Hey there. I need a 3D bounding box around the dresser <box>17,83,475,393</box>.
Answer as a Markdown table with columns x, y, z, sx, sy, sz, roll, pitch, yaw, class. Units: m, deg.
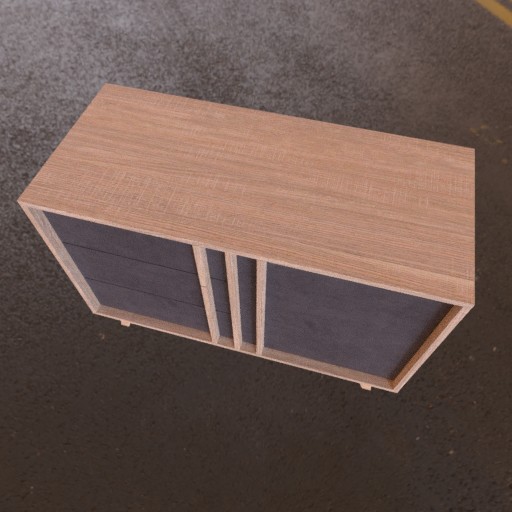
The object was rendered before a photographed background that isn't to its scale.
| x | y | z | sx | sy | sz | roll | pitch | yaw | class |
| --- | --- | --- | --- | --- | --- | --- | --- | --- | --- |
| 0.000 | 0.000 | 1.490 | 1.110 | 0.780 | 0.500 | 13 | 57 | 8 | dresser |
